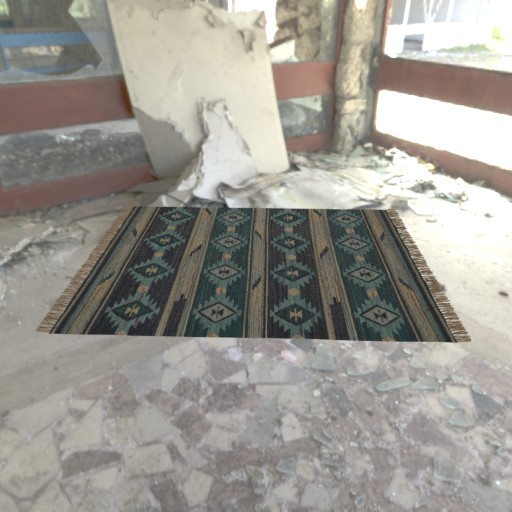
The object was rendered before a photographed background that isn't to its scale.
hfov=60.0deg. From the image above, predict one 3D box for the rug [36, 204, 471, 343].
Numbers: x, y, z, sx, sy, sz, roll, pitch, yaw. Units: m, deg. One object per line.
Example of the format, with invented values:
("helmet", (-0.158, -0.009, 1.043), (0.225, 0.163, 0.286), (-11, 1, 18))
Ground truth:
("rug", (0.000, 0.000, 4.359), (3.307, 0.047, 2.418), (1, 30, 2))
